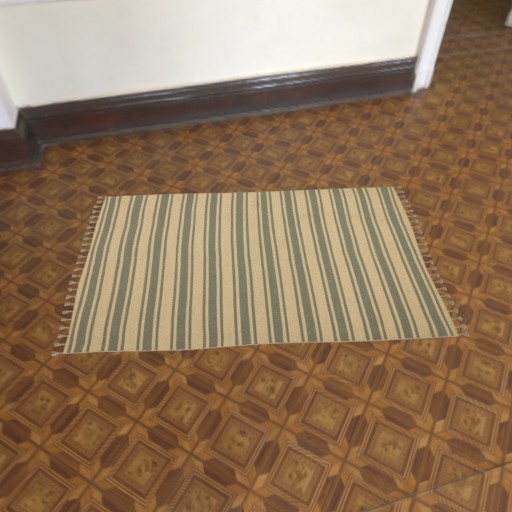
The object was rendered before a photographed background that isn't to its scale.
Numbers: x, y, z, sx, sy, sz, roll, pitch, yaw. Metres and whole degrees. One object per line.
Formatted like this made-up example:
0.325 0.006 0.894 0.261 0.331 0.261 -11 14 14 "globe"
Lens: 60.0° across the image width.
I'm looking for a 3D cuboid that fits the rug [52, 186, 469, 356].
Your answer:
0.000 0.000 2.591 2.084 0.009 1.222 -2 46 -2 "rug"
